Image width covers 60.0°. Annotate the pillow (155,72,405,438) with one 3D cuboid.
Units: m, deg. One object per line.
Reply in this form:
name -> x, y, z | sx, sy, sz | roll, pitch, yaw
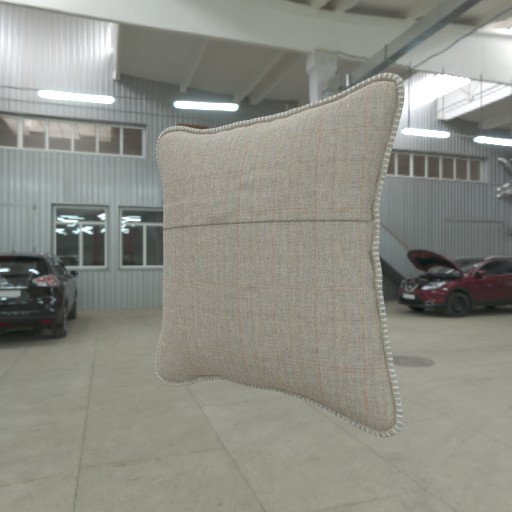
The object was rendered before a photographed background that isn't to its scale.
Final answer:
pillow -> 0.000, 0.000, 0.726 | 0.485, 0.494, 0.124 | 0, 0, 36
